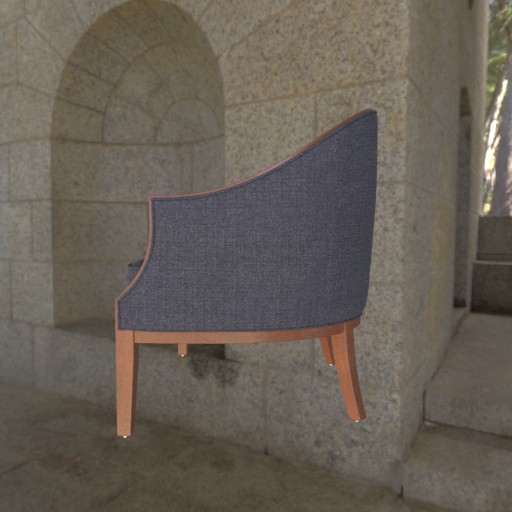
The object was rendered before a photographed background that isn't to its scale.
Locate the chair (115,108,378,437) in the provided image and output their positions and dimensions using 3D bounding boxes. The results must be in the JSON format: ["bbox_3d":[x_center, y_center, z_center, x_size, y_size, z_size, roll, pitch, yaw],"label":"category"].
[{"bbox_3d":[0.000,0.000,1.461,0.735,0.876,0.803,0,3,2],"label":"chair"}]
